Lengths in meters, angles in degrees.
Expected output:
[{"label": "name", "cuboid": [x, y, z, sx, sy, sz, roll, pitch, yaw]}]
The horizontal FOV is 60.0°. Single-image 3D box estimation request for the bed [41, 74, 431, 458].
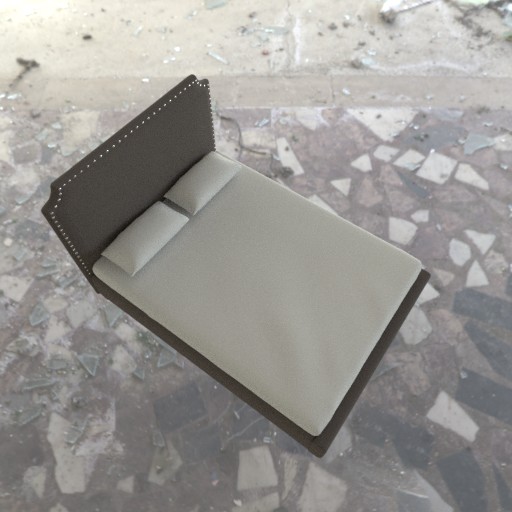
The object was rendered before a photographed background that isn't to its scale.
[{"label": "bed", "cuboid": [0.000, 0.000, 3.441, 2.372, 1.443, 1.713, 32, 63, 18]}]
